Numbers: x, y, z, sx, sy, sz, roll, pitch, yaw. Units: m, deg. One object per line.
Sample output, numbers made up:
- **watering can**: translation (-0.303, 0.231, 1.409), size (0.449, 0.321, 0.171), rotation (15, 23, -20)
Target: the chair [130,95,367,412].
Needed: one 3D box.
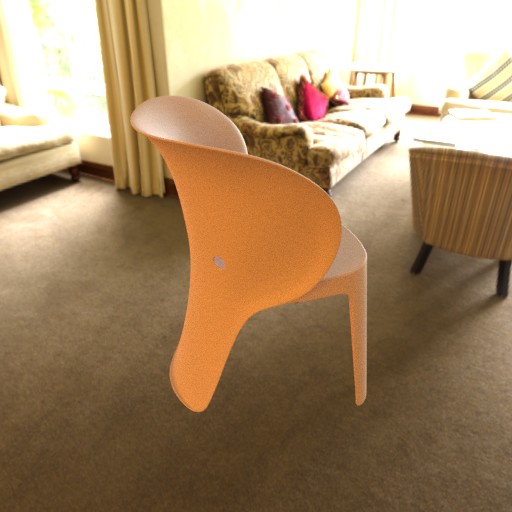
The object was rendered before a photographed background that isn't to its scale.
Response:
- **chair**: translation (0.000, 0.000, 0.867), size (0.402, 0.554, 0.451), rotation (-10, 31, -17)
